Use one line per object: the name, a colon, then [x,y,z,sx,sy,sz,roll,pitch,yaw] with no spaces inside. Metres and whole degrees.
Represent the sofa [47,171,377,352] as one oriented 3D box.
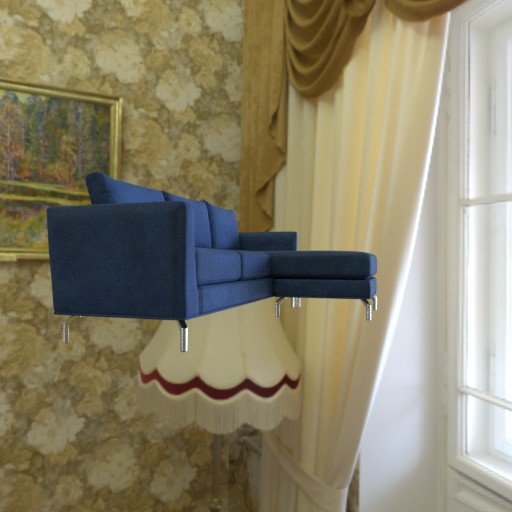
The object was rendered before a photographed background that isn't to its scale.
sofa: [0.000,0.000,3.315,1.622,0.987,2.438,0,-1,19]
